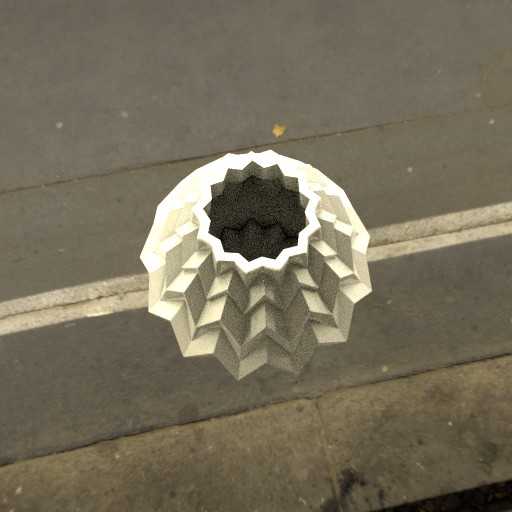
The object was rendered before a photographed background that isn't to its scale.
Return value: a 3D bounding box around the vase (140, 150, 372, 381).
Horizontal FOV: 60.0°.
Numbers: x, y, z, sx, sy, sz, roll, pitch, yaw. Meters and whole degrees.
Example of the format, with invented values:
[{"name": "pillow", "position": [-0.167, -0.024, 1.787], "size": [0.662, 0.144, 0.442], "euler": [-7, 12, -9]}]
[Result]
[{"name": "vase", "position": [0.000, 0.000, 0.304], "size": [0.164, 0.185, 0.164], "euler": [0, 76, 0]}]
